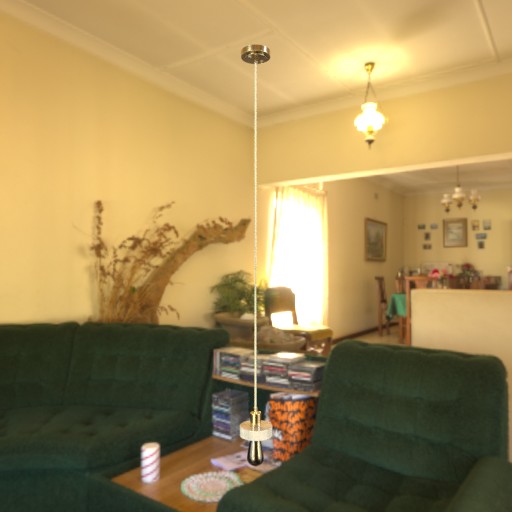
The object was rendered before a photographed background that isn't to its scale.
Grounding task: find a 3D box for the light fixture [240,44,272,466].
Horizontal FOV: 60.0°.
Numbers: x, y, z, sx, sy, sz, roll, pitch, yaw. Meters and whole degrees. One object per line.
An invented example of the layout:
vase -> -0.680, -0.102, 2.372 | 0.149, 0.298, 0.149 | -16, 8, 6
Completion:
light fixture -> 0.000, 0.000, 1.787 | 0.129, 1.669, 0.129 | -1, -2, 18
